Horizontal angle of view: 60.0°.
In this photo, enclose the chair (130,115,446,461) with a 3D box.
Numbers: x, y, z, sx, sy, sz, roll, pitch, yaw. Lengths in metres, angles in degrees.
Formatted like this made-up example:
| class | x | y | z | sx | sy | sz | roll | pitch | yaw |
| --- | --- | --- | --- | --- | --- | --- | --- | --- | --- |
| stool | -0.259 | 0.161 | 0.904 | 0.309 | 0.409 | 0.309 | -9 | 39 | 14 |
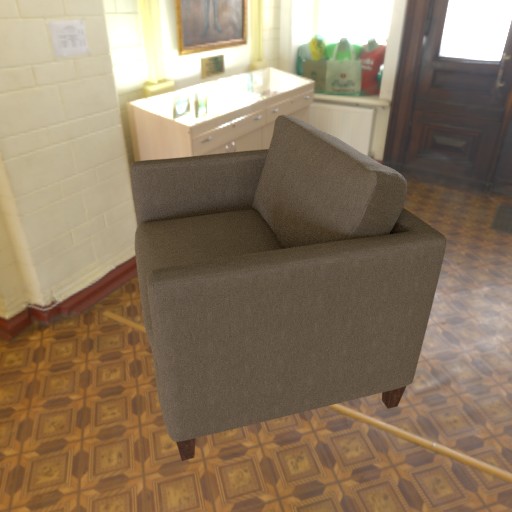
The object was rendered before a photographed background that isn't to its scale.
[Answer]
| class | x | y | z | sx | sy | sz | roll | pitch | yaw |
| --- | --- | --- | --- | --- | --- | --- | --- | --- | --- |
| chair | 0.000 | 0.000 | 1.835 | 0.959 | 0.963 | 1.107 | -8 | 31 | -14 |
